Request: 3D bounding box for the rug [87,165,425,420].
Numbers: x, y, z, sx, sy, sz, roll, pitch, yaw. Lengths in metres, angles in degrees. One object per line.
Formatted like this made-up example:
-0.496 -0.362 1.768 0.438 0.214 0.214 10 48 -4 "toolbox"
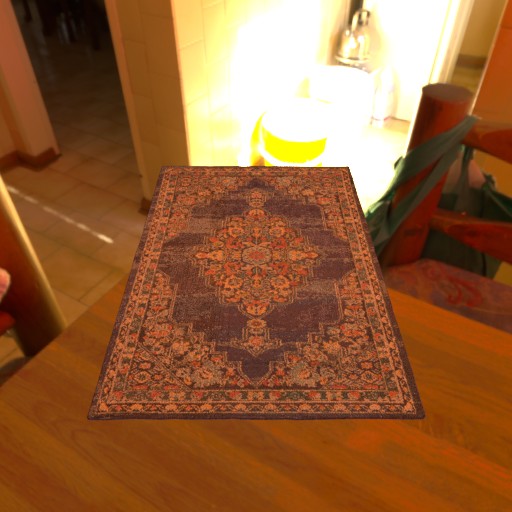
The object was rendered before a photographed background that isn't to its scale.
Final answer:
0.000 0.000 3.751 2.053 0.011 2.940 0 42 0 "rug"
